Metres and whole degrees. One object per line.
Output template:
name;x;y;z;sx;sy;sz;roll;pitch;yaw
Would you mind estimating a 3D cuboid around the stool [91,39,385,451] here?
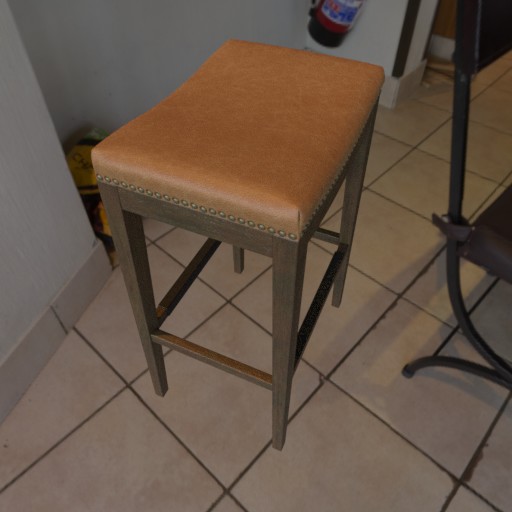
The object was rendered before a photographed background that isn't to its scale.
stool;0.000;0.000;1.012;0.361;0.759;0.500;18;49;16
